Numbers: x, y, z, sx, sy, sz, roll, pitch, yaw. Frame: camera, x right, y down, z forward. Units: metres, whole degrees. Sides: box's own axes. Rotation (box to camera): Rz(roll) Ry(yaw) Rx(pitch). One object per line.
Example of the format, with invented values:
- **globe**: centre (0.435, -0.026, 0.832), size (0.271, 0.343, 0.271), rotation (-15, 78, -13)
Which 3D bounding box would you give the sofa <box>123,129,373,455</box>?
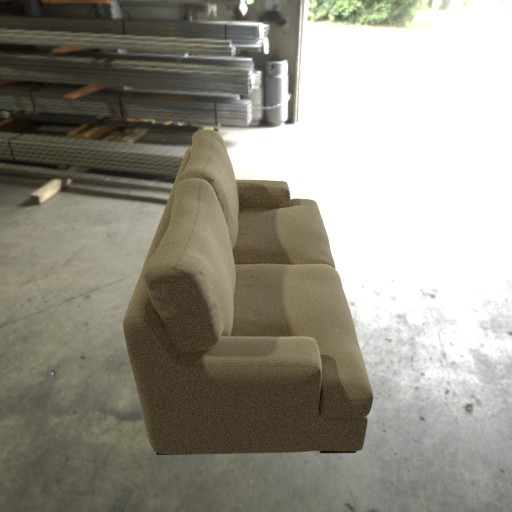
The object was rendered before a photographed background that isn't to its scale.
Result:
- **sofa**: centre (0.000, 0.000, 2.486), size (0.962, 0.967, 1.885), rotation (0, 32, -1)
